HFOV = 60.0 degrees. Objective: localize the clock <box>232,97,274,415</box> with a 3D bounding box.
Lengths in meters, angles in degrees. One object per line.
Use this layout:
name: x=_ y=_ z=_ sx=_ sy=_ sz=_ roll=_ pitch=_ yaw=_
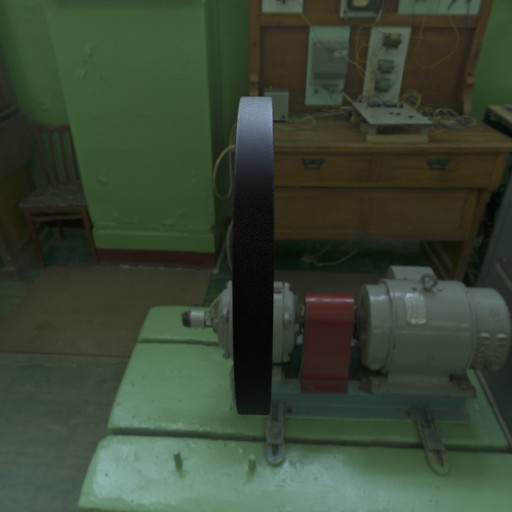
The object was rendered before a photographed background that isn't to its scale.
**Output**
clock: x=0.000 y=0.000 z=0.464 sx=0.029 sy=0.314 sz=0.314 roll=0 pitch=31 yaw=1
